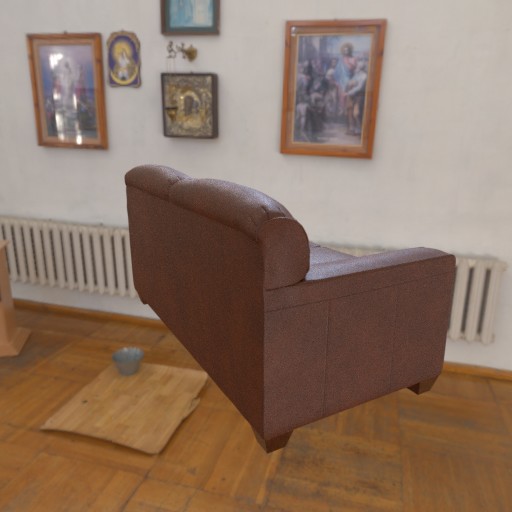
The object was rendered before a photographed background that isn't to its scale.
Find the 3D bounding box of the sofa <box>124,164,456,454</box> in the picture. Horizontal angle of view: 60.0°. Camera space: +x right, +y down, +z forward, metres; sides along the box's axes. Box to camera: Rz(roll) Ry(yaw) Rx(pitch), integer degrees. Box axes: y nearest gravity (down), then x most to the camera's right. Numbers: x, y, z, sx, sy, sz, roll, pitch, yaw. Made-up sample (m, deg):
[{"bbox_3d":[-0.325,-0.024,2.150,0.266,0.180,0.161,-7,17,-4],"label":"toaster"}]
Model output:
[{"bbox_3d":[0.000,0.000,2.462,1.000,0.966,1.856,-8,18,-28],"label":"sofa"}]
